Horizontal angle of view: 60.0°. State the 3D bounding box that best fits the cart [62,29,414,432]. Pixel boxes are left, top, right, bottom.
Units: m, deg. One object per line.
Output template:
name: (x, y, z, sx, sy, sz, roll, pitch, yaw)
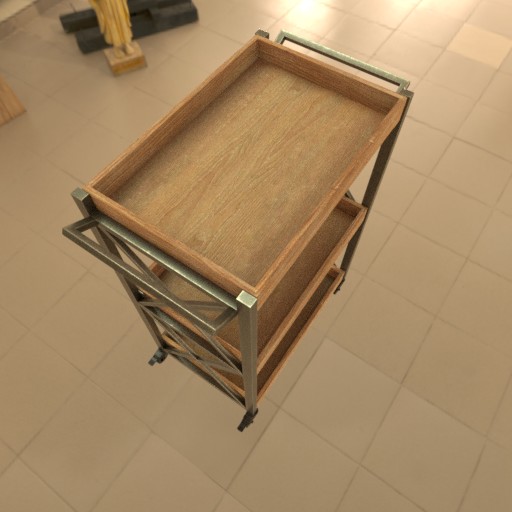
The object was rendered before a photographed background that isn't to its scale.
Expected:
cart: (0.000, 0.000, 1.164, 0.377, 0.835, 0.673, 31, 64, 17)
